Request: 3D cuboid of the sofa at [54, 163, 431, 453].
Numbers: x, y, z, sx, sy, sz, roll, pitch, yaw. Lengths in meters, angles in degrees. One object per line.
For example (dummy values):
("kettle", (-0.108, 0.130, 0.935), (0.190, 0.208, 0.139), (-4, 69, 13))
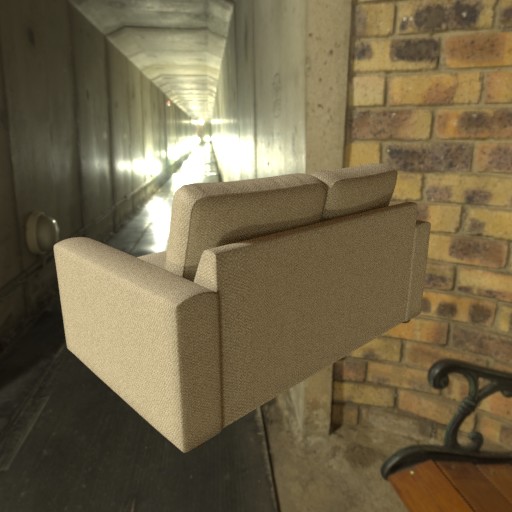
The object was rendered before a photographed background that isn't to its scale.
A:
("sofa", (0.000, 0.000, 2.206), (1.616, 0.873, 1.016), (-15, 23, -41))
